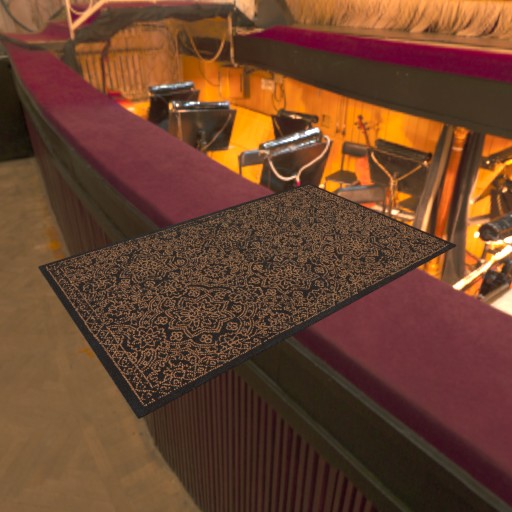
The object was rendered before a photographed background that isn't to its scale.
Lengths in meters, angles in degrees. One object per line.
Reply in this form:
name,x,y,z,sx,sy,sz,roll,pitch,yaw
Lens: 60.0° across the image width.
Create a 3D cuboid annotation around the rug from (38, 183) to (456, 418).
rug,0.000,0.000,3.034,2.441,0.015,1.526,-22,37,-32
